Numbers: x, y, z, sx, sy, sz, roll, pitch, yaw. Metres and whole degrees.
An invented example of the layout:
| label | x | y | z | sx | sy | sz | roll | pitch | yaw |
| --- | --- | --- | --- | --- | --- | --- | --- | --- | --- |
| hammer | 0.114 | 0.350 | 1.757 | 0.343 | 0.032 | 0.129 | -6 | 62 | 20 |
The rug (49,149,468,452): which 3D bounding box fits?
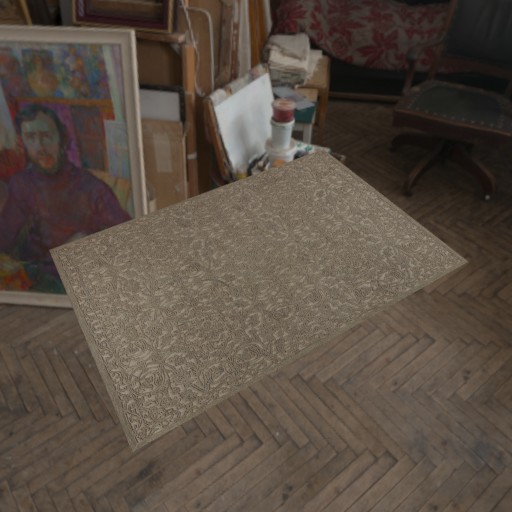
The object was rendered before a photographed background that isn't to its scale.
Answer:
| label | x | y | z | sx | sy | sz | roll | pitch | yaw |
| --- | --- | --- | --- | --- | --- | --- | --- | --- | --- |
| rug | 0.000 | 0.000 | 2.326 | 1.827 | 0.006 | 1.221 | -24 | 51 | -21 |
